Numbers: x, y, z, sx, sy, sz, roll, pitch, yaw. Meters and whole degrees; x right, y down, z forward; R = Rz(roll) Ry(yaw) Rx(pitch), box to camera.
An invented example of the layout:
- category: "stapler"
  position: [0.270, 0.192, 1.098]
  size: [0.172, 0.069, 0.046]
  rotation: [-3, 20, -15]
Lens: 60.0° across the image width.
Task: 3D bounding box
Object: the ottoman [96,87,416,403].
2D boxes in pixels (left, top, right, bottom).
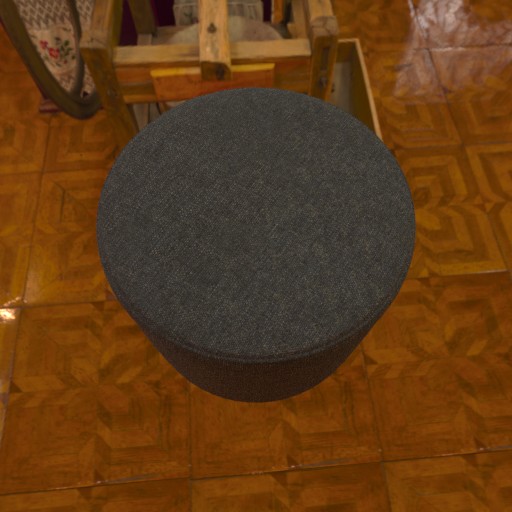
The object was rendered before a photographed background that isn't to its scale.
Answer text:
- category: "ottoman"
  position: [0.000, 0.000, 0.887]
  size: [0.520, 0.430, 0.520]
  rotation: [0, 65, 0]
